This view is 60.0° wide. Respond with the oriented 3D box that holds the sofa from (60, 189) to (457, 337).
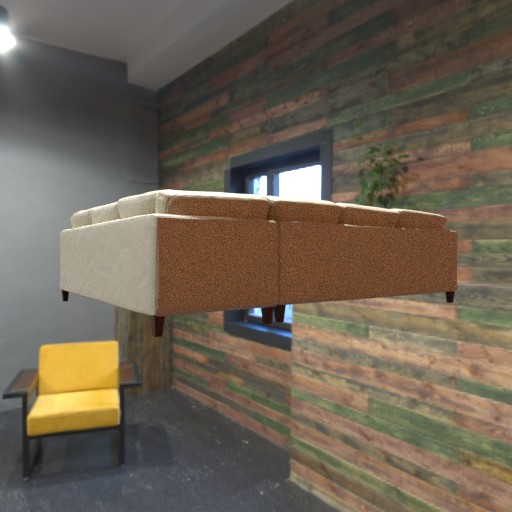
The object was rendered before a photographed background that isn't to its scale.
[{"bbox_3d":[0.000,0.000,4.583,3.302,0.947,2.593,0,0,-35],"label":"sofa"}]
